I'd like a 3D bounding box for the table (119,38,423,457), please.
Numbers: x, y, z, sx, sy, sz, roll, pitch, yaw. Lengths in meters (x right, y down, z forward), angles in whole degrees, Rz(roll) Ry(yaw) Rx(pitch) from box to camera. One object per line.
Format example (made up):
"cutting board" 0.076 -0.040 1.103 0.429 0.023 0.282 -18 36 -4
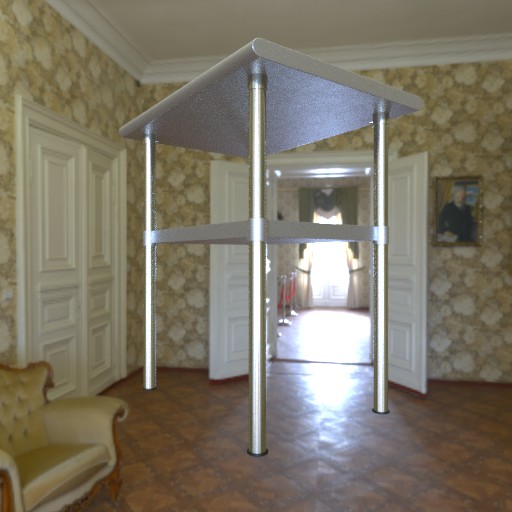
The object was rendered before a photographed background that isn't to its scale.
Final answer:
"table" 0.000 0.000 1.359 0.584 0.876 0.762 0 0 -37
